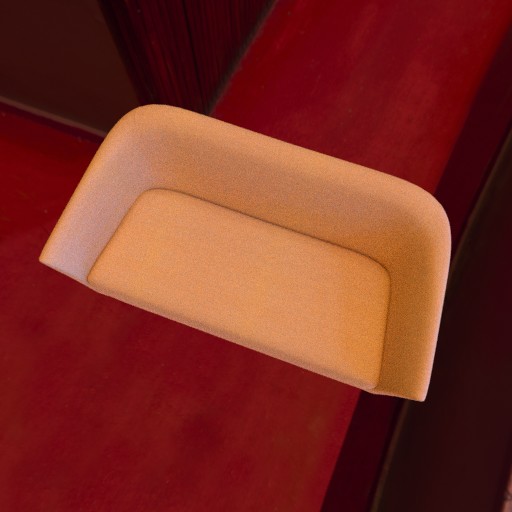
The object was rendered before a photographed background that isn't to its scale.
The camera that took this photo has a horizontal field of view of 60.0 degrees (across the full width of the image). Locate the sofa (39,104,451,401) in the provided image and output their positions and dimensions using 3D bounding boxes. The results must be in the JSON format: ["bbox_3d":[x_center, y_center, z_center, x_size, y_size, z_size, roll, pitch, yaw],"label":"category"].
[{"bbox_3d":[0.000,0.000,1.844,1.452,0.721,0.705,19,75,5],"label":"sofa"}]
